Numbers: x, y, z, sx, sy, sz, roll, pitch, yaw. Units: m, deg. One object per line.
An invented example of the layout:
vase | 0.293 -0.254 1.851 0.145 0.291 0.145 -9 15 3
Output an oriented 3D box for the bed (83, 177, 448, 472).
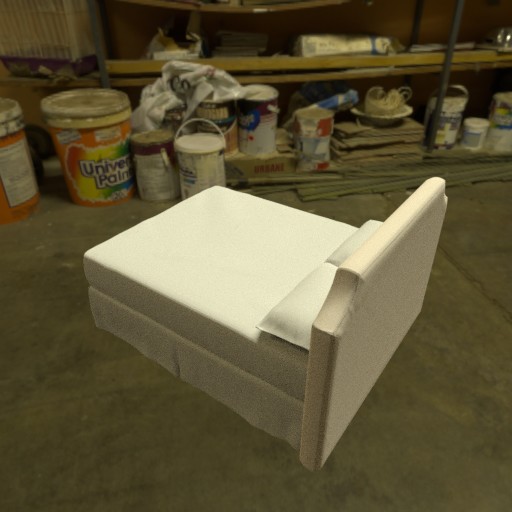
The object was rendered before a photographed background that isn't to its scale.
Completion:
bed | 0.000 0.000 3.351 2.164 1.297 1.828 21 38 30
